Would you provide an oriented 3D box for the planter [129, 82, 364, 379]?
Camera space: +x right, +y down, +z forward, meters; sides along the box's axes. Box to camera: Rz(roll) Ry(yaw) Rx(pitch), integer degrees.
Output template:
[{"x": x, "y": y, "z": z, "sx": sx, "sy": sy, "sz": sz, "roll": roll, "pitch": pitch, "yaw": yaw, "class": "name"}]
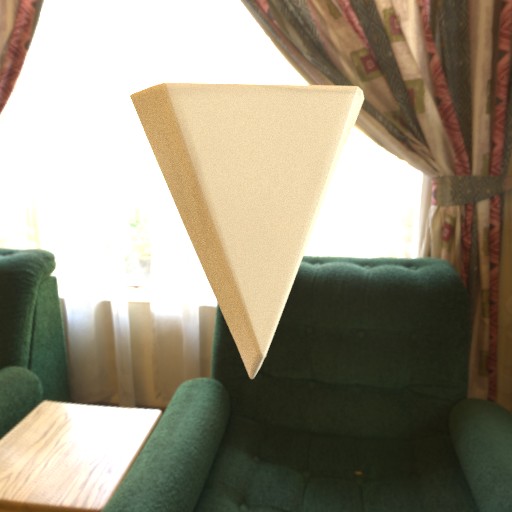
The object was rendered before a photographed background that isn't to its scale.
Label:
[{"x": 0.000, "y": 0.000, "z": 0.281, "sx": 0.150, "sy": 0.197, "sz": 0.060, "roll": -2, "pitch": 14, "yaw": -8, "class": "planter"}]
